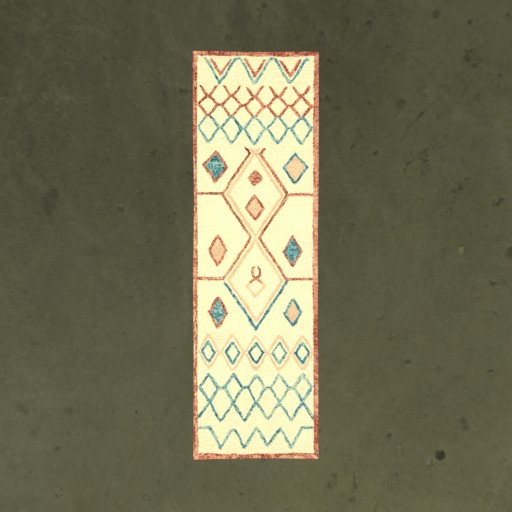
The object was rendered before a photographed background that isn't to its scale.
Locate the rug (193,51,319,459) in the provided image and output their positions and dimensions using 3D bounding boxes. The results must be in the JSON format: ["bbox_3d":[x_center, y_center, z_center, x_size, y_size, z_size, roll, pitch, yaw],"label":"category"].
[{"bbox_3d":[0.000,0.000,2.648,0.750,0.011,2.435,0,90,-1],"label":"rug"}]
